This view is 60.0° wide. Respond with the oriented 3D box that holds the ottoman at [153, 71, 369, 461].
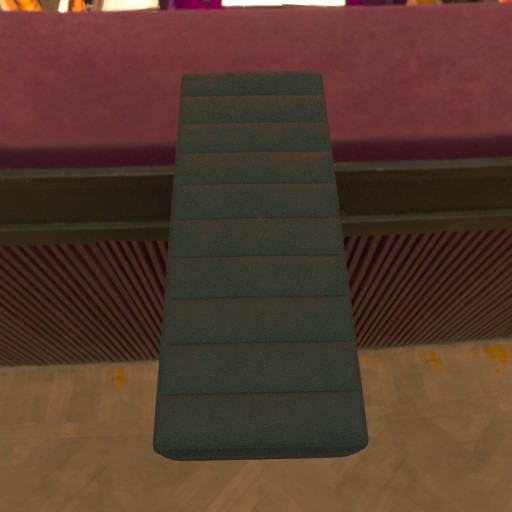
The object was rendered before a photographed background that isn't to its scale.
[{"bbox_3d":[0.000,0.000,1.383,0.482,0.469,1.151,-1,63,-1],"label":"ottoman"}]
